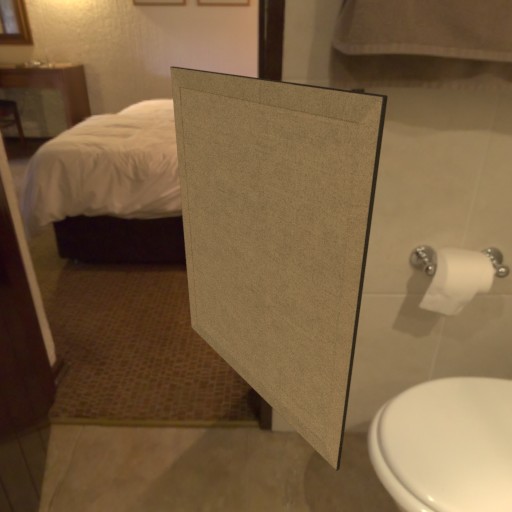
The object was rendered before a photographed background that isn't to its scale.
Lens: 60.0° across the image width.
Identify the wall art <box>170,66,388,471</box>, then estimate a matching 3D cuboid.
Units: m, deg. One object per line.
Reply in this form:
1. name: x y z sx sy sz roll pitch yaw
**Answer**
1. wall art: 0.000 0.000 0.607 0.023 0.457 0.381 -19 33 -32
